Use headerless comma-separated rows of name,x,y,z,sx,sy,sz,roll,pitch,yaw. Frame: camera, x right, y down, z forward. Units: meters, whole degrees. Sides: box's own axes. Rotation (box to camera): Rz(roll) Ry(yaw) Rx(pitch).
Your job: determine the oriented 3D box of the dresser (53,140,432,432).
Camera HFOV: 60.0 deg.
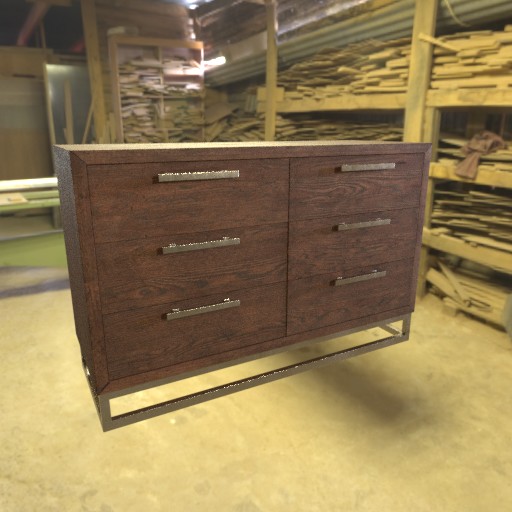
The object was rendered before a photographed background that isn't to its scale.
dresser,0.000,0.000,2.161,1.646,1.061,0.623,-9,18,-27
